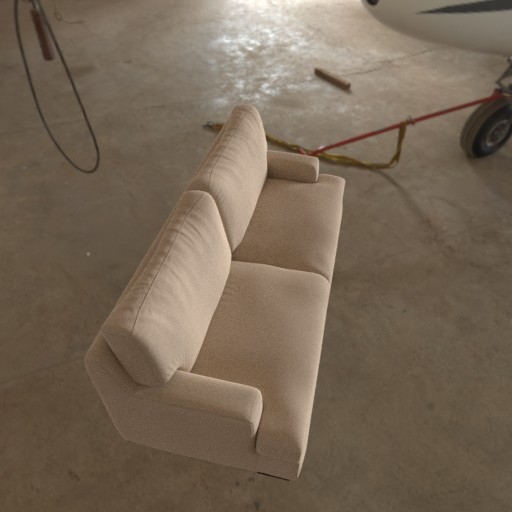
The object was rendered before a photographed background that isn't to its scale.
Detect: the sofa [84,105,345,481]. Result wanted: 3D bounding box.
[{"bbox_3d":[0.000,0.000,2.629,0.929,0.925,2.147,9,45,10],"label":"sofa"}]
